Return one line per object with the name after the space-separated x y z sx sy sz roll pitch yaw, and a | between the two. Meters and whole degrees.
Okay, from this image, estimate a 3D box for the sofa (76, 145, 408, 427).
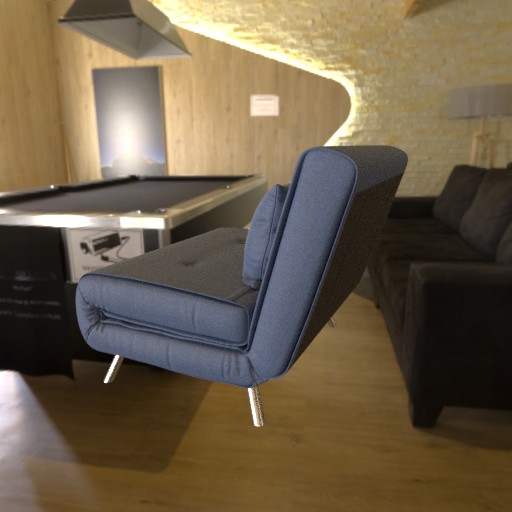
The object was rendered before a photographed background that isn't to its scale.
0.000 0.000 1.775 0.996 0.860 0.999 7 16 24 | sofa
